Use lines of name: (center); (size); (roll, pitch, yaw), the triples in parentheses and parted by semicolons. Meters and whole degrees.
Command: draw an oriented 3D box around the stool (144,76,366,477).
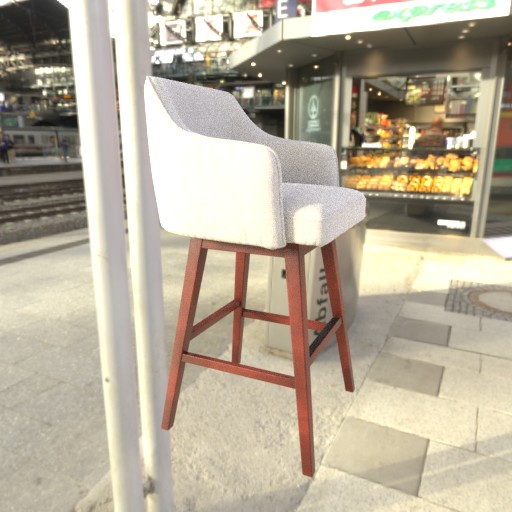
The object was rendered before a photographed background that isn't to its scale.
stool: (0.000, 0.000, 1.336); (0.558, 1.012, 0.548); (7, 16, 25)
